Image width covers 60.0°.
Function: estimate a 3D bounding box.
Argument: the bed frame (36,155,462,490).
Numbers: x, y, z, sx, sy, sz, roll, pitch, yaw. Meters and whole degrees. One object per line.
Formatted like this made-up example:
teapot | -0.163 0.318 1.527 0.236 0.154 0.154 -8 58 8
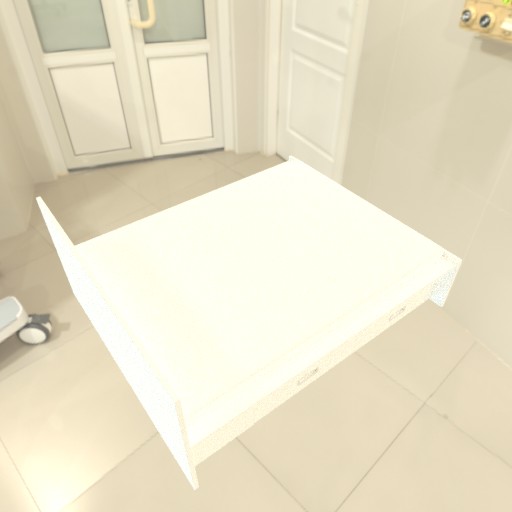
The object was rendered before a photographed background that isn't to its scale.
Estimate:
bed frame | 0.000 0.000 2.781 1.960 0.800 1.622 -27 48 -27
